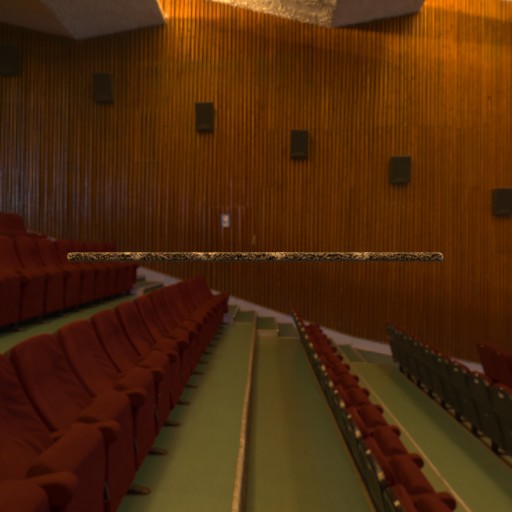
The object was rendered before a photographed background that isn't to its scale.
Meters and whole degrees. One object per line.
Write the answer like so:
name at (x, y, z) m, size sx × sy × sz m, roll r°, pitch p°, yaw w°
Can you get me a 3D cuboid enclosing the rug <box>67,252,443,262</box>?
rug at (0.000, 0.000, 2.311) m, size 1.219 × 0.030 × 1.778 m, roll 0°, pitch 0°, yaw 0°
